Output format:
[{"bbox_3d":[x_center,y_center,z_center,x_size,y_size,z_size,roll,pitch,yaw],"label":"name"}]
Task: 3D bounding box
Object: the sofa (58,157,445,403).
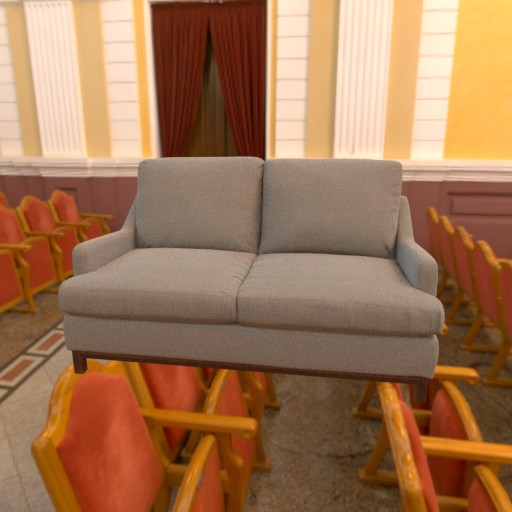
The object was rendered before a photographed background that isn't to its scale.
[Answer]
[{"bbox_3d":[0.000,0.000,2.196,1.589,0.921,0.987,2,16,8],"label":"sofa"}]
